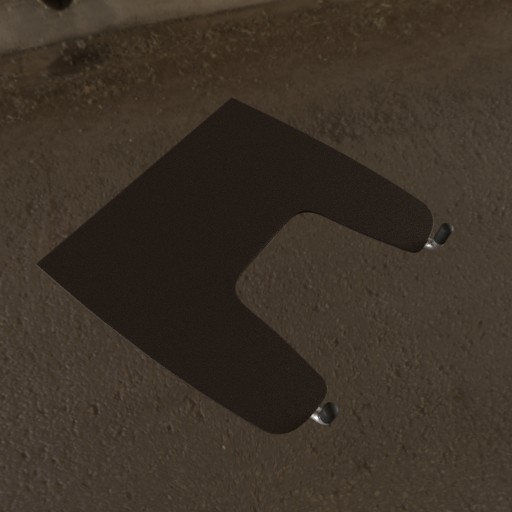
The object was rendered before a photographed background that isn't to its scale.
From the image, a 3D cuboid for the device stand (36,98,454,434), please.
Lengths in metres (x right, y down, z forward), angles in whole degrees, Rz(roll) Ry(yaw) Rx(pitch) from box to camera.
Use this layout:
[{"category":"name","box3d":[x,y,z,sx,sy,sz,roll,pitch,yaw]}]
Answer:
[{"category":"device stand","box3d":[0.000,0.000,0.353,0.230,0.092,0.230,33,64,18]}]
